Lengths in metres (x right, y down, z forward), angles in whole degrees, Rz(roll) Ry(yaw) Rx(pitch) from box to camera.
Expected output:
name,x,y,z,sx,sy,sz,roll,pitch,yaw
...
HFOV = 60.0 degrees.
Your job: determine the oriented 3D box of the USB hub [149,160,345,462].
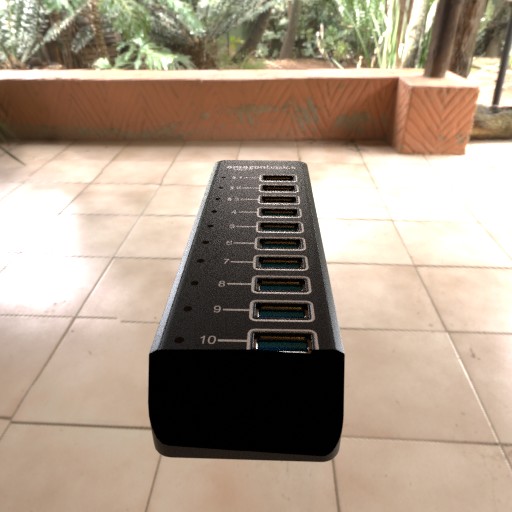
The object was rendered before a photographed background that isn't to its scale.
name,x,y,z,sx,sy,sz,roll,pitch,yaw
USB hub,0.000,0.000,0.158,0.044,0.023,0.145,1,31,2
